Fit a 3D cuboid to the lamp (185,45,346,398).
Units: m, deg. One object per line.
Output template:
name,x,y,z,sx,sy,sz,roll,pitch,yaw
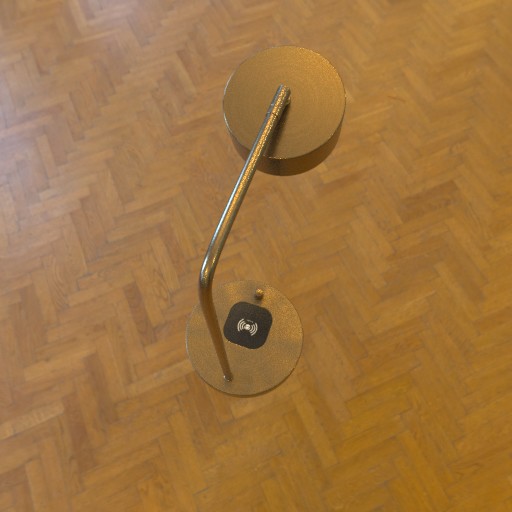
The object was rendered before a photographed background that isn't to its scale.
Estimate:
lamp,0.000,0.000,0.514,0.171,0.380,0.270,18,66,8
